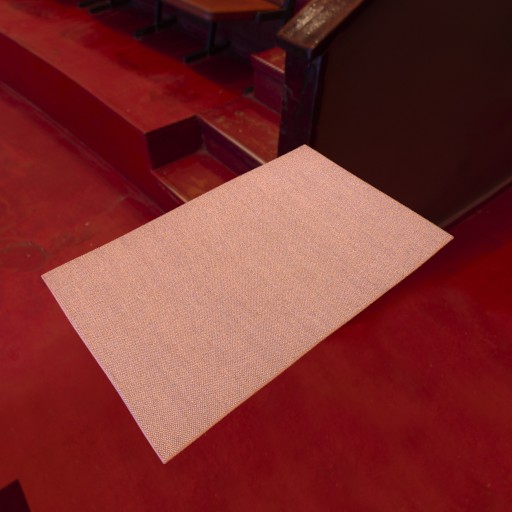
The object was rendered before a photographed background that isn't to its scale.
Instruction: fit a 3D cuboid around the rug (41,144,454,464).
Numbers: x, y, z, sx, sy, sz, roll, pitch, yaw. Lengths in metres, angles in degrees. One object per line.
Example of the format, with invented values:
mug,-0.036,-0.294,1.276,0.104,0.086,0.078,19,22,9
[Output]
rug,0.000,0.000,2.112,1.678,0.013,1.078,-31,54,-26
